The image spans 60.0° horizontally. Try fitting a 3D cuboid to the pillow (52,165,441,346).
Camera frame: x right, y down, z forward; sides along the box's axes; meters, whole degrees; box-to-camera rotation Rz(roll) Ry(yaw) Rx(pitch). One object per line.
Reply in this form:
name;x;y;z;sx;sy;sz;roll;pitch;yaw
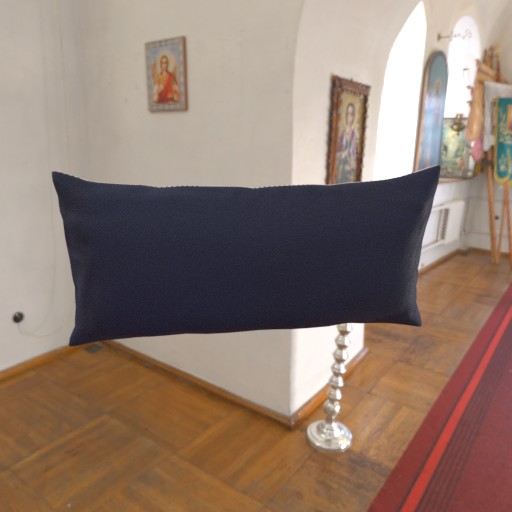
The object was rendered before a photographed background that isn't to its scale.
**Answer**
pillow;0.000;0.000;0.724;0.610;0.287;0.151;-2;15;-8
